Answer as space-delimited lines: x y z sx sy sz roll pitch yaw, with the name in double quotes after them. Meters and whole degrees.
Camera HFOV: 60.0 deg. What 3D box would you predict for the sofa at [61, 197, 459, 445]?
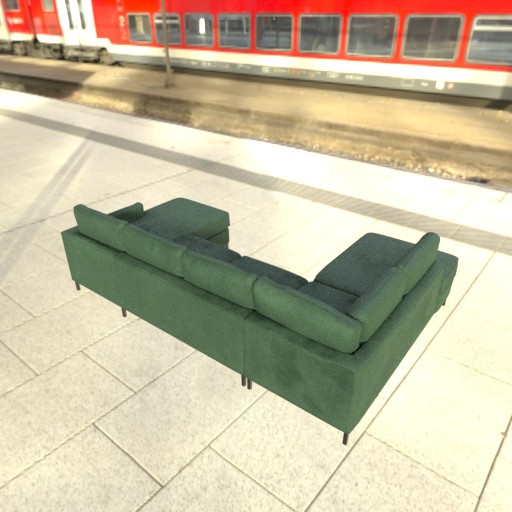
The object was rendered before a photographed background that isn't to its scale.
0.000 0.000 3.976 2.994 0.861 1.992 20 35 32 "sofa"
